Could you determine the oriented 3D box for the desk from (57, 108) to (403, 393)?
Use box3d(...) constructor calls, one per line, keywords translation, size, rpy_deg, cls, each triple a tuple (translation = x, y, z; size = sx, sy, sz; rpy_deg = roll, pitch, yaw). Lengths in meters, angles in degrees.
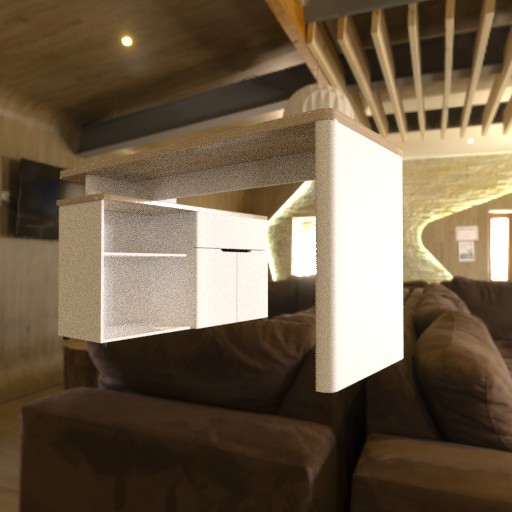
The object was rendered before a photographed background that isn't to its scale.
box3d(translation=(0.000, 0.000, 2.065), size=(1.400, 0.770, 1.175), rpy_deg=(-1, -1, 37), cls="desk")
